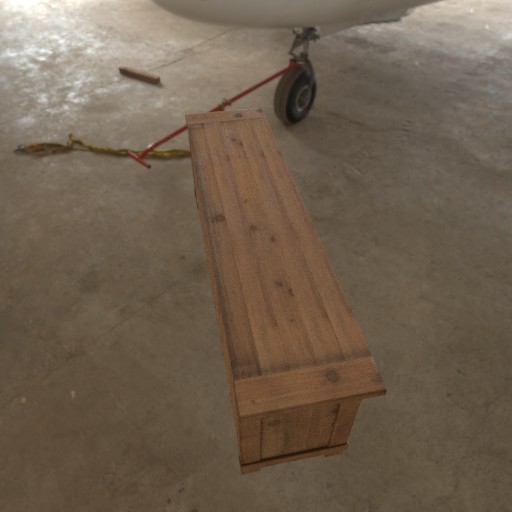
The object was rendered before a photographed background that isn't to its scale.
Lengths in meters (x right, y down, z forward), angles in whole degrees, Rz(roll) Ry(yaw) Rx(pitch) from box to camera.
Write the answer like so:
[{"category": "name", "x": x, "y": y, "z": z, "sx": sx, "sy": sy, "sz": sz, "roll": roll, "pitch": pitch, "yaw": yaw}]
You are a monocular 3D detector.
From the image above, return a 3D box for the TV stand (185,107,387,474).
[{"category": "TV stand", "x": 0.000, "y": 0.000, "z": 2.081, "sx": 0.453, "sy": 0.573, "sz": 1.804, "roll": -8, "pitch": 45, "yaw": -8}]
